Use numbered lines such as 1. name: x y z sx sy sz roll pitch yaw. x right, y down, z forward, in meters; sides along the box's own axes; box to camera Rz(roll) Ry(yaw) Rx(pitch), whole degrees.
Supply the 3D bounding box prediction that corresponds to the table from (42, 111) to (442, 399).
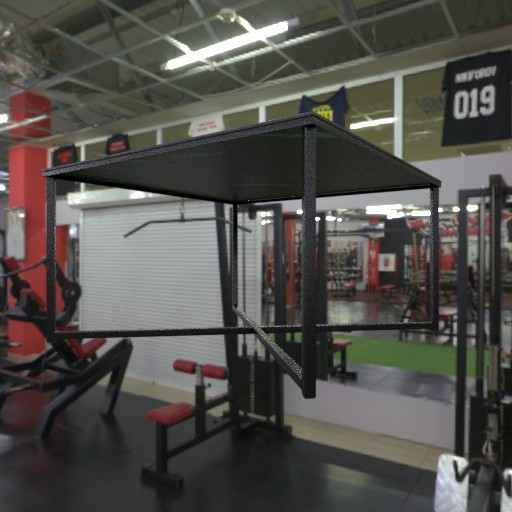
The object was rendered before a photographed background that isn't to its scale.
1. table: 0.000 0.000 1.243 0.800 0.450 0.800 0 0 36
